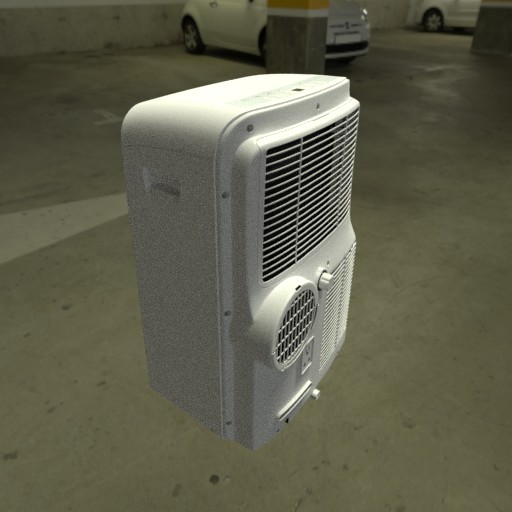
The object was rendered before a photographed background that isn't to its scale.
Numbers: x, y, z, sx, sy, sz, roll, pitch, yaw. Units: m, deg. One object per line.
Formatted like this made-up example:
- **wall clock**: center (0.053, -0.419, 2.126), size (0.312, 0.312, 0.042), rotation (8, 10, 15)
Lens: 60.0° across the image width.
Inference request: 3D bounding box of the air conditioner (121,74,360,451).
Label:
- **air conditioner**: center (0.000, 0.000, 0.954), size (0.365, 0.700, 0.454), rotation (19, 36, 29)
